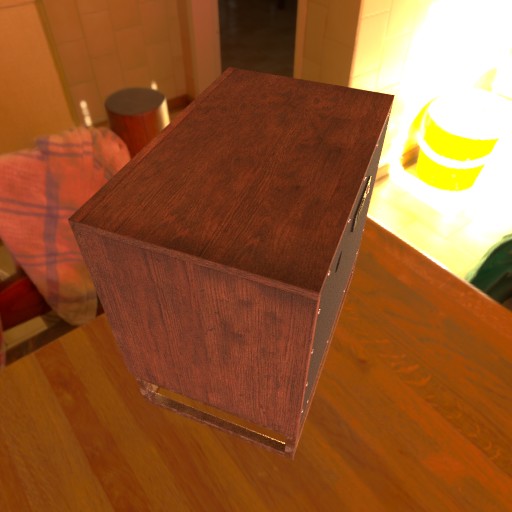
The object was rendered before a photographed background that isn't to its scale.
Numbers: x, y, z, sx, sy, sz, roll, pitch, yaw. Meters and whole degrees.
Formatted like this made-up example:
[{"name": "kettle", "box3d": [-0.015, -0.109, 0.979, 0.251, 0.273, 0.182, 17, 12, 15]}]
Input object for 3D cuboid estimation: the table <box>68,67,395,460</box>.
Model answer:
[{"name": "table", "box3d": [0.000, 0.000, 1.310, 0.542, 0.746, 0.767, 16, 48, 15]}]
